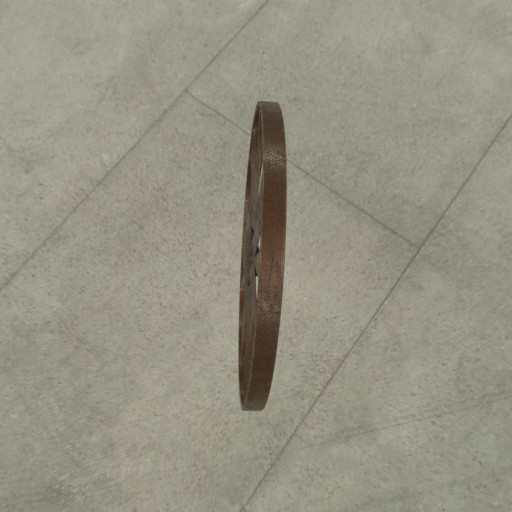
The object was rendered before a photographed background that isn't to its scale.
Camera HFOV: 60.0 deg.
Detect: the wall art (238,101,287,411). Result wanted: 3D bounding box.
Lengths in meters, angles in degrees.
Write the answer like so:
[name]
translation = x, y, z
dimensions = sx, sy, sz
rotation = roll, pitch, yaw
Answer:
[wall art]
translation = 0.000, 0.000, 0.882
dimensions = 0.084, 0.583, 0.582
rotation = 2, 74, 0
